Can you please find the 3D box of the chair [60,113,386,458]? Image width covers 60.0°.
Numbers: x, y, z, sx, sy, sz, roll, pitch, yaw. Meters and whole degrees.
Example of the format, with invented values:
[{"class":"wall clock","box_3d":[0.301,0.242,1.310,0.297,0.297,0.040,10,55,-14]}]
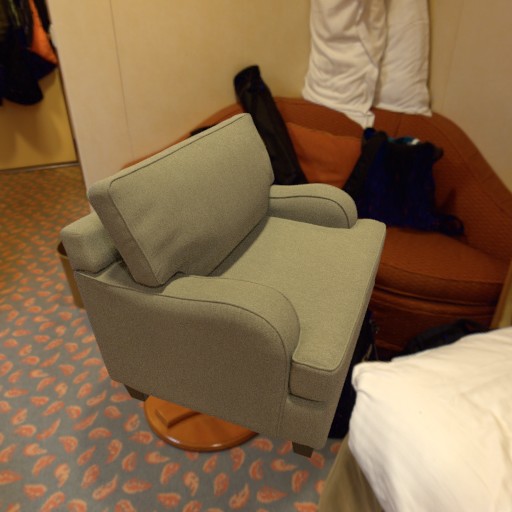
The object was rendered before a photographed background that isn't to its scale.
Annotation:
[{"class":"chair","box_3d":[0.000,0.000,2.019,1.041,1.016,1.220,11,31,19]}]
